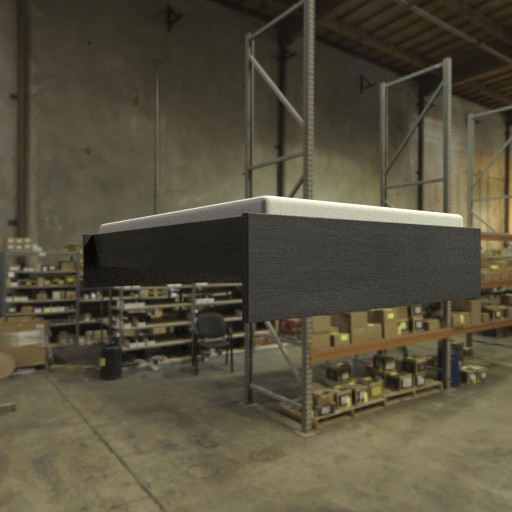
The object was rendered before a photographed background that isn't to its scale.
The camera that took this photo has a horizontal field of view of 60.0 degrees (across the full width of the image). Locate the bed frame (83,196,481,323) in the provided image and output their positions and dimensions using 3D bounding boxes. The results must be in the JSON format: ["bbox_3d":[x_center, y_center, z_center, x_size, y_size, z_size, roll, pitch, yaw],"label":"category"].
[{"bbox_3d":[0.000,0.000,2.666,1.490,0.432,1.950,0,0,-36],"label":"bed frame"}]
